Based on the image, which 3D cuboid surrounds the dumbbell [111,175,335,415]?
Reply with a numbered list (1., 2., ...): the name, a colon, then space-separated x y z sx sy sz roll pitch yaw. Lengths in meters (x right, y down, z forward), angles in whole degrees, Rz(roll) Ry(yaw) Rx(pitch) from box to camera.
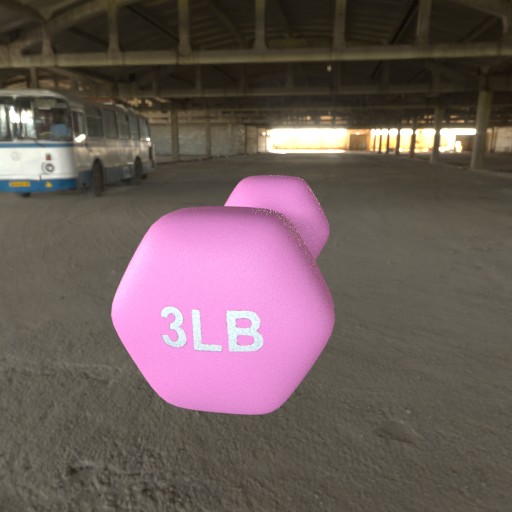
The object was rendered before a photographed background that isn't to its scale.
1. dumbbell: 0.000 0.000 0.187 0.064 0.058 0.159 2 15 9
